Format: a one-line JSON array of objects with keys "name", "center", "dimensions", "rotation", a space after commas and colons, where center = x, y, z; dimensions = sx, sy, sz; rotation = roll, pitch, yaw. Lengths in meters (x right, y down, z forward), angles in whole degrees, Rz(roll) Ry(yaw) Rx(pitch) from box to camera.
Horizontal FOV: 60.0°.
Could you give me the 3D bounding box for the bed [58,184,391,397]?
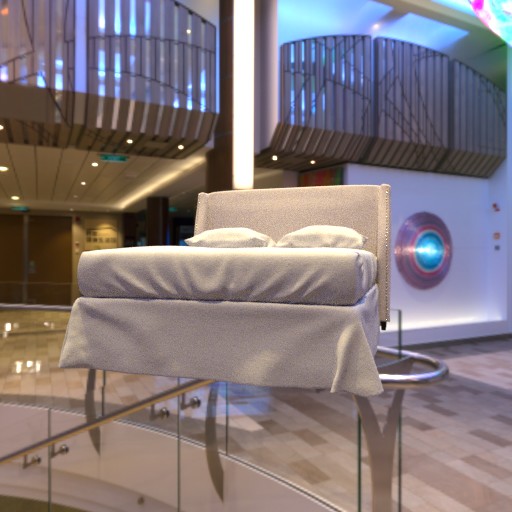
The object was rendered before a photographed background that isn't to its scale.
[{"name": "bed", "center": [0.000, 0.000, 3.352], "dimensions": [1.925, 1.332, 2.276], "rotation": [0, 0, 18]}]
